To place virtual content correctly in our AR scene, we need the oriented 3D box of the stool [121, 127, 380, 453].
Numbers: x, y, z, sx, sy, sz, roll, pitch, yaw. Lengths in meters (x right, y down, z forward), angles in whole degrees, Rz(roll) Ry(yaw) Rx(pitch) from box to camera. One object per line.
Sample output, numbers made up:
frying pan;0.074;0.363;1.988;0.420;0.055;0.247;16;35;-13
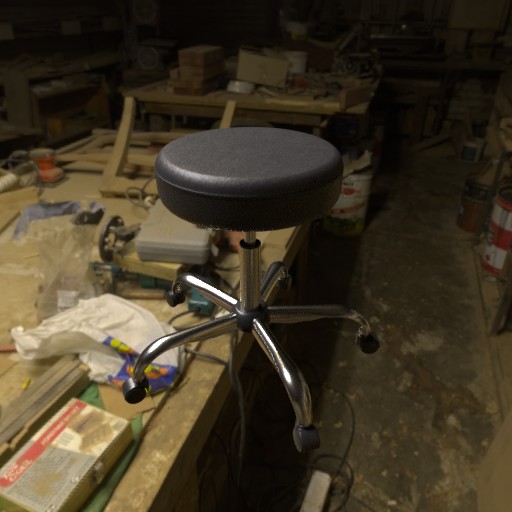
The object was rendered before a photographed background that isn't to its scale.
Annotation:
stool;0.000;0.000;1.123;0.673;0.576;0.638;10;32;16
